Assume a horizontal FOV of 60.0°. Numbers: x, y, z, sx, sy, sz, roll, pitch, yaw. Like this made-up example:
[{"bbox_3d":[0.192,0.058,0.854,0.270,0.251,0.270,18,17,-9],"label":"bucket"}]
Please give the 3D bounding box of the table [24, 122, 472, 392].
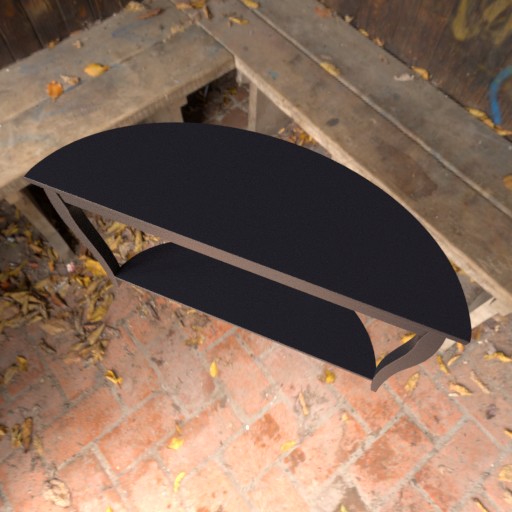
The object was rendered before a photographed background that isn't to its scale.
[{"bbox_3d":[0.000,0.000,1.544,1.219,0.780,0.394,20,65,10],"label":"table"}]
